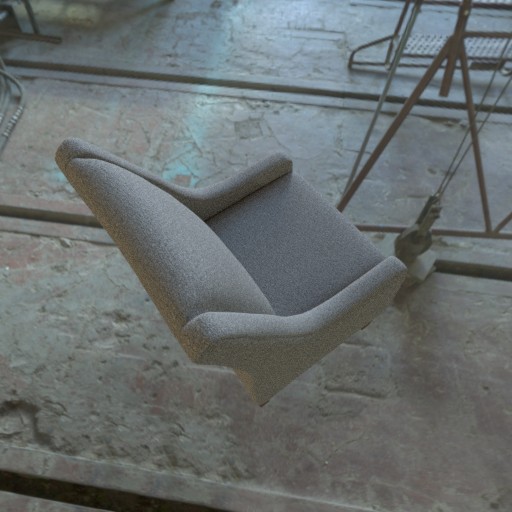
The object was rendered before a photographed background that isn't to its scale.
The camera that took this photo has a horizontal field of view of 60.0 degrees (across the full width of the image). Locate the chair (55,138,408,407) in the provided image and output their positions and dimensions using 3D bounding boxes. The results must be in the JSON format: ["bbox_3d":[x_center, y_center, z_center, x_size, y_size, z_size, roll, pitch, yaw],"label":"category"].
[{"bbox_3d":[0.000,0.000,1.616,0.870,1.016,0.774,-32,64,-18],"label":"chair"}]
